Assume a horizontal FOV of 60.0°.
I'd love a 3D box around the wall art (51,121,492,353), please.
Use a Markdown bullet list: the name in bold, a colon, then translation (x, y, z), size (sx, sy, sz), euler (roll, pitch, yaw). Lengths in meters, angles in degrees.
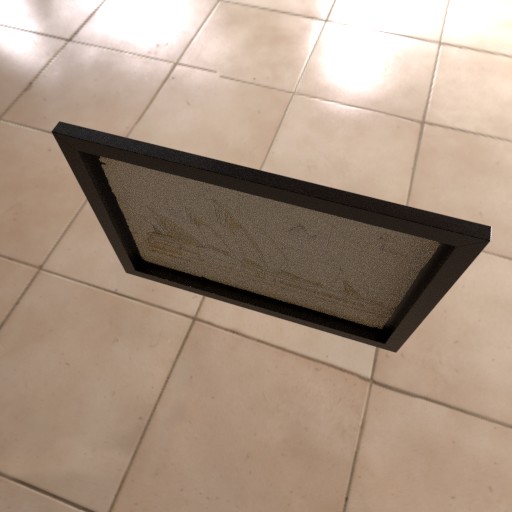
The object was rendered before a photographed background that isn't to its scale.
- **wall art**: translation (0.000, 0.000, 0.837), size (0.657, 0.458, 0.027), euler (15, 61, 9)
